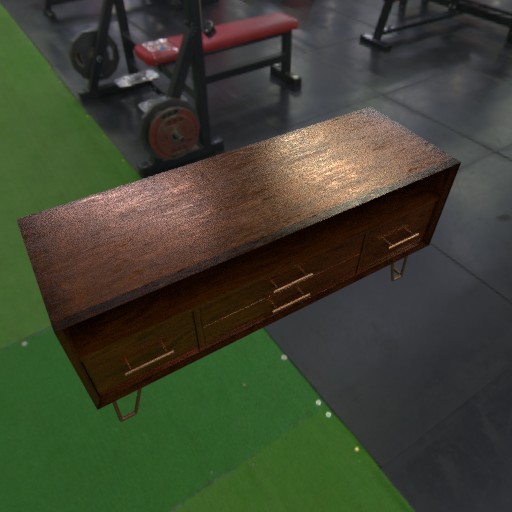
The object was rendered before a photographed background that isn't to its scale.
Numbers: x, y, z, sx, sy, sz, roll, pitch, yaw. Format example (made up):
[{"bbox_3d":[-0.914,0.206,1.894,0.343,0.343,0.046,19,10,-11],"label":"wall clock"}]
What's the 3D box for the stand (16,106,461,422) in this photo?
[{"bbox_3d":[0.000,0.000,1.635,1.372,0.610,0.481,-23,50,-21],"label":"stand"}]
